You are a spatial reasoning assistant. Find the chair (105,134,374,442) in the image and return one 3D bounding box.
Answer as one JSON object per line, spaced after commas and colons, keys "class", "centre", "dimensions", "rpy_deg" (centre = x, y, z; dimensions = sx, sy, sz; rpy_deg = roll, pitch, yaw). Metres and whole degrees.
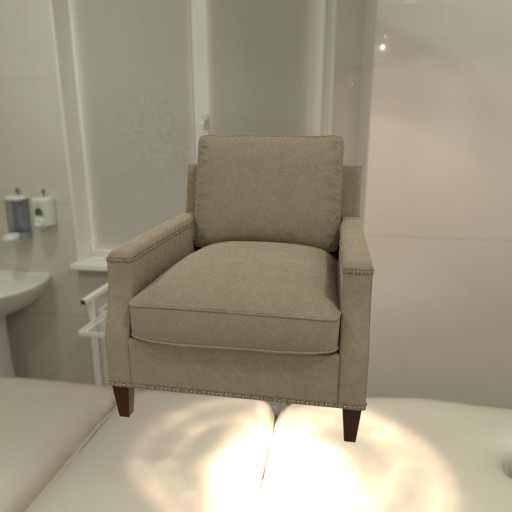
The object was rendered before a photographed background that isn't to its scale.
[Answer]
{"class": "chair", "centre": [0.000, 0.000, 1.780], "dimensions": [0.853, 0.943, 1.014], "rpy_deg": [3, 15, 10]}
